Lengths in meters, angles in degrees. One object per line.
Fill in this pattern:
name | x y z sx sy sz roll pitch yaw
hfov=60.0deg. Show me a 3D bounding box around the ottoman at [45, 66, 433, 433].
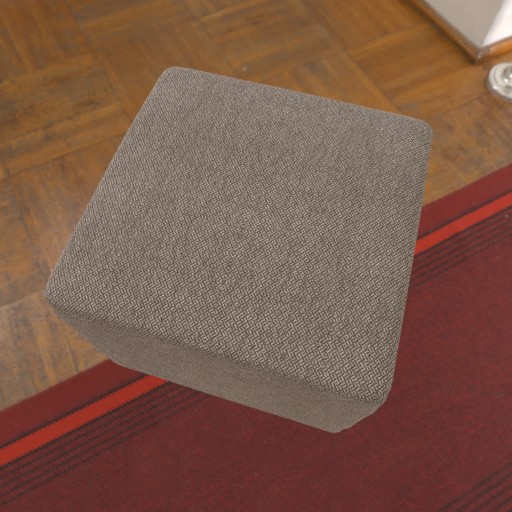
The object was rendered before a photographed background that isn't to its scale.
ottoman | 0.000 0.000 0.878 0.519 0.453 0.512 15 65 7
